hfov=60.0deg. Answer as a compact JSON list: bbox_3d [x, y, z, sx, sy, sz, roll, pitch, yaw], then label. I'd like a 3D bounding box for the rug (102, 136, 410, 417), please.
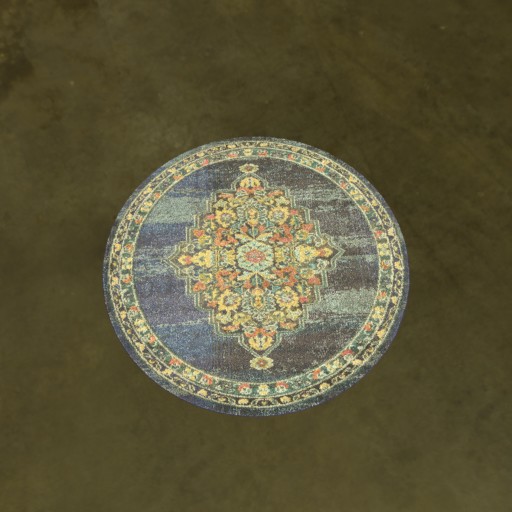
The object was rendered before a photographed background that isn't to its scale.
[{"bbox_3d":[0.000,0.000,2.318,1.591,0.010,1.591,0,64,0],"label":"rug"}]
